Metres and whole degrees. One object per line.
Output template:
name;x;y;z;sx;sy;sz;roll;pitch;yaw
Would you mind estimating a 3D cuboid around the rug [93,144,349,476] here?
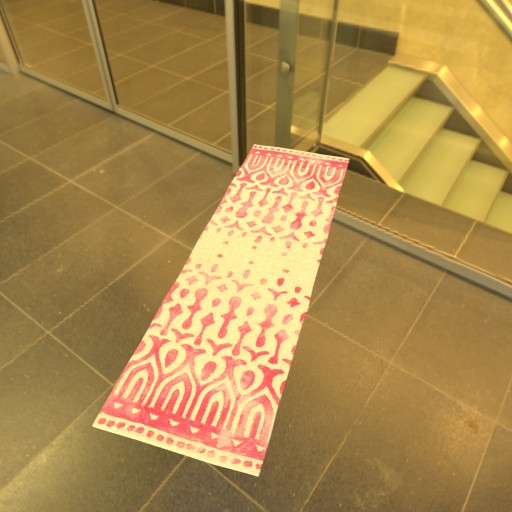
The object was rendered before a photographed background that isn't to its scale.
rug;0.000;0.000;2.717;0.787;0.011;2.458;12;47;12
